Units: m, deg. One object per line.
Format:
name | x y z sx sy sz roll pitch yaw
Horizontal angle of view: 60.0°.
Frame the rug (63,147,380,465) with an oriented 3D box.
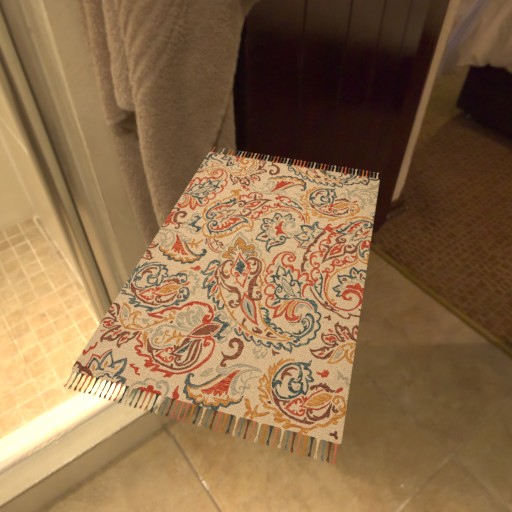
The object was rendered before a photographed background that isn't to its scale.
rug | 0.000 0.000 2.490 1.218 0.010 1.997 11 47 11
